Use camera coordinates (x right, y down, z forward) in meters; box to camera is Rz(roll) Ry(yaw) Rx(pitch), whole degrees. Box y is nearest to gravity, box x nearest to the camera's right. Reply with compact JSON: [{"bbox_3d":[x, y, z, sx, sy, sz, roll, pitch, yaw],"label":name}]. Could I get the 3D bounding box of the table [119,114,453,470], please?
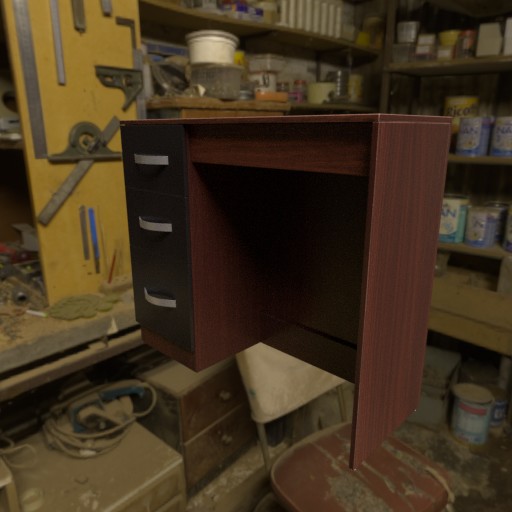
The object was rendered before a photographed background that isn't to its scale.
[{"bbox_3d":[0.000,0.000,1.336,0.930,0.790,0.380,15,22,42],"label":"table"}]
